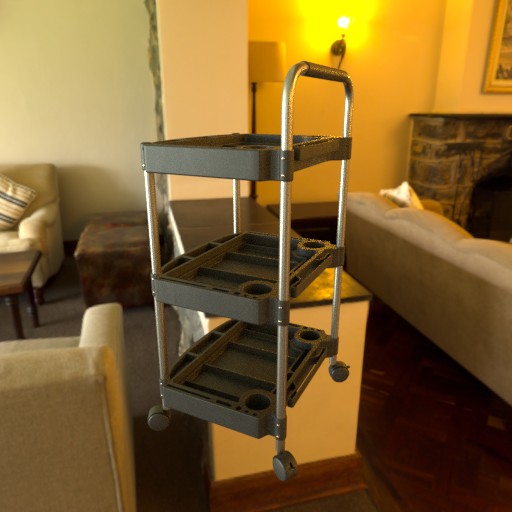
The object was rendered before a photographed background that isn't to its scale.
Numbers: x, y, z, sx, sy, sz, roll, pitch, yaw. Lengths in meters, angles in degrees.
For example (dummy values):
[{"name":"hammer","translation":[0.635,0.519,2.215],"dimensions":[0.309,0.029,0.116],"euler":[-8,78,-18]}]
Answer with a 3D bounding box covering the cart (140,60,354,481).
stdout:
[{"name":"cart","translation":[0.000,0.000,1.379],"dimensions":[0.518,1.075,0.584],"euler":[9,21,25]}]
